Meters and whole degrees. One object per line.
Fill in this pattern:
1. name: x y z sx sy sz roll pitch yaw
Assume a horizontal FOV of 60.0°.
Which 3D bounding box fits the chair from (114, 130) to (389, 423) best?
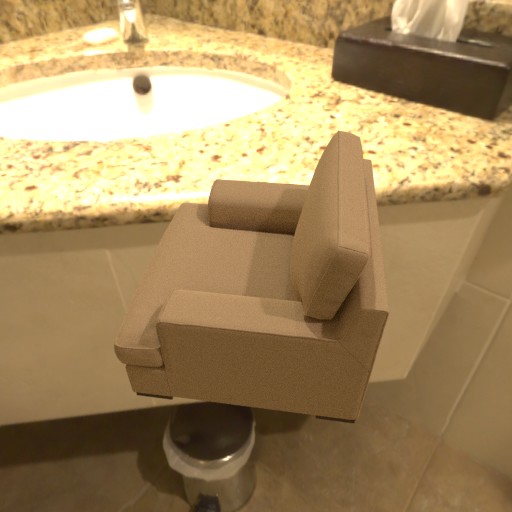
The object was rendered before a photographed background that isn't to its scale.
1. chair: 0.000 0.000 2.274 1.274 1.005 1.293 0 40 0
